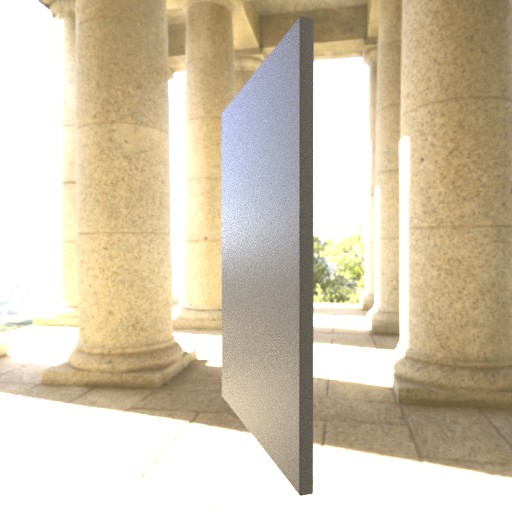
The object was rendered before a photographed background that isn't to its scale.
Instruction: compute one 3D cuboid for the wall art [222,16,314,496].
[{"bbox_3d":[0.000,0.000,1.017,0.026,0.813,0.556,0,1,-18],"label":"wall art"}]
